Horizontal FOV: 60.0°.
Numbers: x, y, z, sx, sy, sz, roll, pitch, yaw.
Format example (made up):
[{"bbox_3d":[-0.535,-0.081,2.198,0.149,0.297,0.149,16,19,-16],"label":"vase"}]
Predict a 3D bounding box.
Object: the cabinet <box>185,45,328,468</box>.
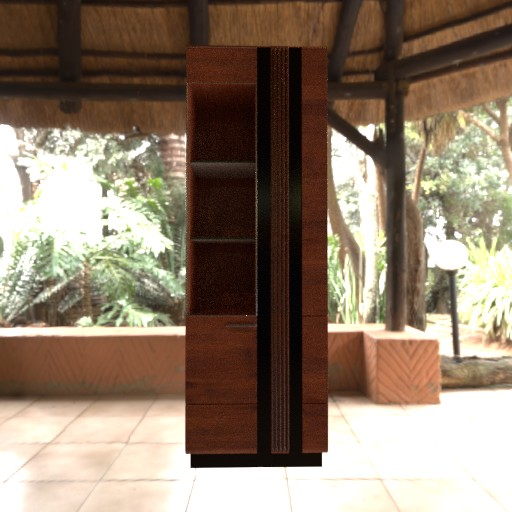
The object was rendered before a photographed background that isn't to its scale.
[{"bbox_3d":[0.000,0.000,2.252,0.660,1.980,0.420,0,-1,-1],"label":"cabinet"}]
